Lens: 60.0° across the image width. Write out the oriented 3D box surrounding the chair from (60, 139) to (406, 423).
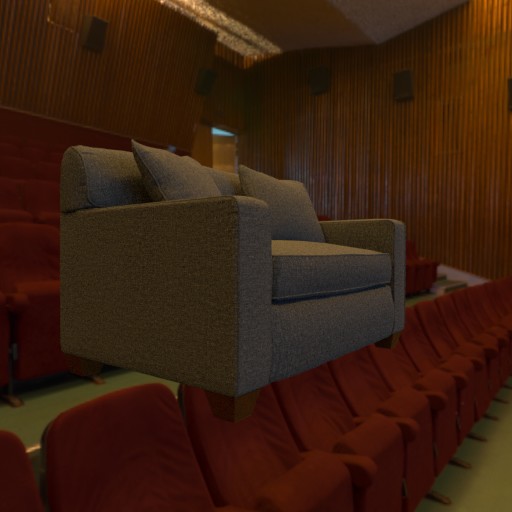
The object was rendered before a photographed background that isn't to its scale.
[{"bbox_3d":[0.000,0.000,2.051,1.000,0.948,1.383,0,1,38],"label":"chair"}]
